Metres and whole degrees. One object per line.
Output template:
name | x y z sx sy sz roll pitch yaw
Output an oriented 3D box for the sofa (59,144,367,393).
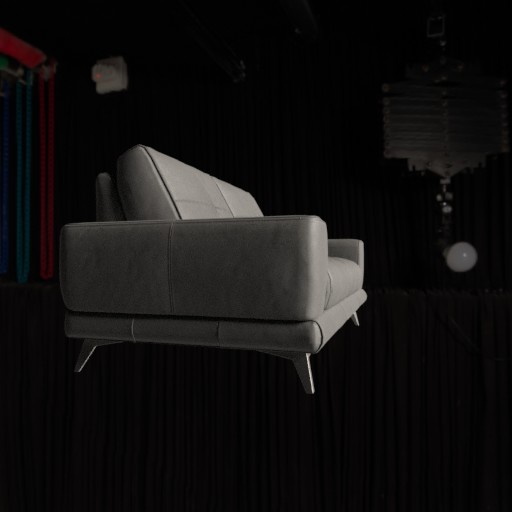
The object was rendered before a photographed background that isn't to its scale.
sofa | 0.000 0.000 2.343 1.018 0.907 1.806 0 -1 18
